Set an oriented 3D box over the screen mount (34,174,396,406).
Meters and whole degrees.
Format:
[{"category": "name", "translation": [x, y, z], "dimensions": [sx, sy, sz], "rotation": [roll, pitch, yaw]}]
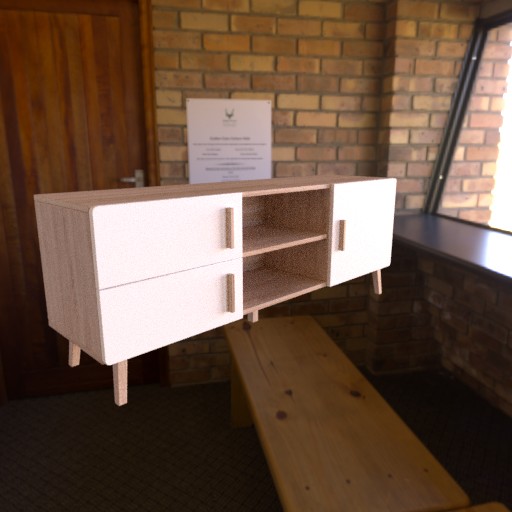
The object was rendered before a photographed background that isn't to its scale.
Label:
[{"category": "screen mount", "translation": [0.000, 0.000, 1.791], "dimensions": [1.500, 0.570, 0.420], "rotation": [-13, 19, -43]}]
